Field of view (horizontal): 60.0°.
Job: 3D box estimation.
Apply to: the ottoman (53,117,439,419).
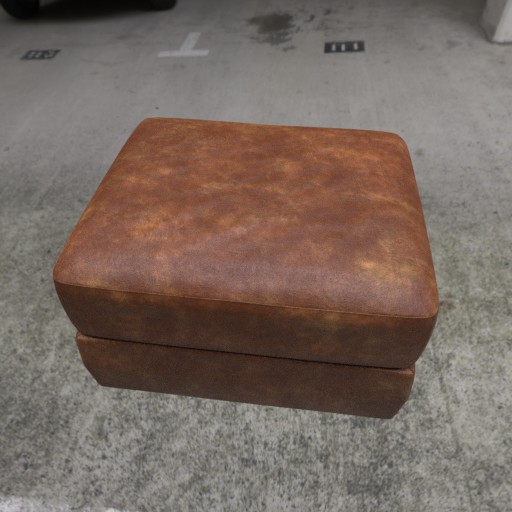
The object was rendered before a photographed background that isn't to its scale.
[{"bbox_3d":[0.000,0.000,1.109,0.751,0.476,0.603,5,46,5],"label":"ottoman"}]
